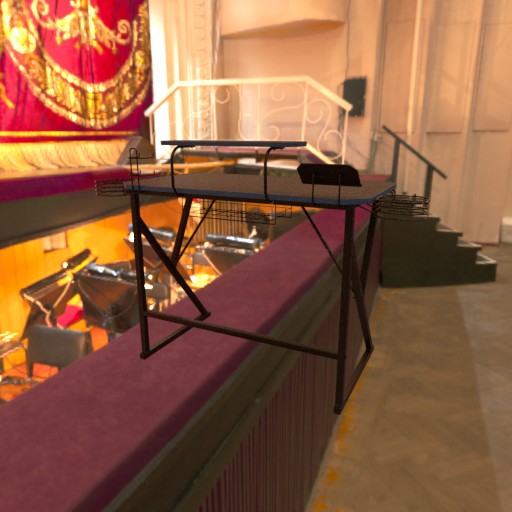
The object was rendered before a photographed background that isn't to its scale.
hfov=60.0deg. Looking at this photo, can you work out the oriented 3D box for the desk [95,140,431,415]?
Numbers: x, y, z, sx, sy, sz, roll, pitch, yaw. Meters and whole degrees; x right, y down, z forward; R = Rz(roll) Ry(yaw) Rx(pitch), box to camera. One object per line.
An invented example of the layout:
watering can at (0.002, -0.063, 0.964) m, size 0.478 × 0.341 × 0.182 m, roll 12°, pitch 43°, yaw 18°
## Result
desk at (0.000, 0.000, 1.796) m, size 1.295 × 0.909 × 0.594 m, roll 8°, pitch 17°, yaw 26°
